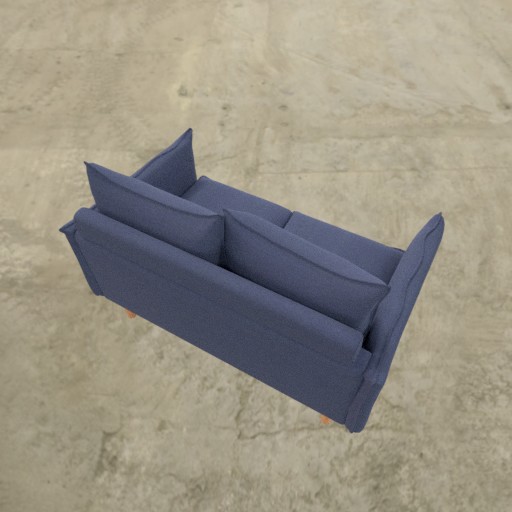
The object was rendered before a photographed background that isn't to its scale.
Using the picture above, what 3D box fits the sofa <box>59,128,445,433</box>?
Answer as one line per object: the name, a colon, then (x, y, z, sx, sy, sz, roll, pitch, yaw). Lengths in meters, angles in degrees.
sofa: (0.000, 0.000, 1.844, 1.300, 0.840, 0.820, 23, 52, 20)
